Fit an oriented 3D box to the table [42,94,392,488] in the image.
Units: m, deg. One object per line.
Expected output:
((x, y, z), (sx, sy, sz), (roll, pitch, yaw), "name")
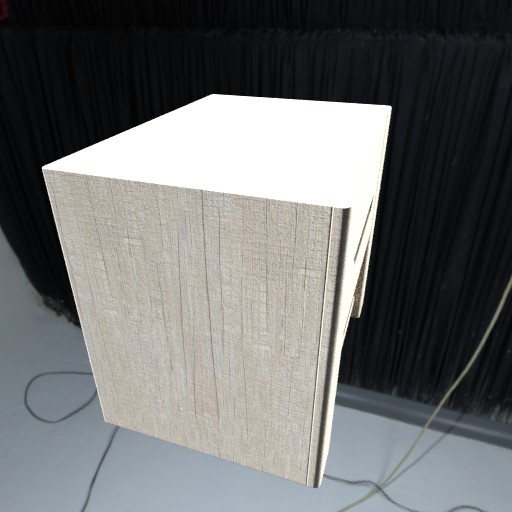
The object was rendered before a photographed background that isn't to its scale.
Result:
((0.000, 0.000, 0.902), (0.420, 0.510, 0.570), (10, 31, 16), "table")
